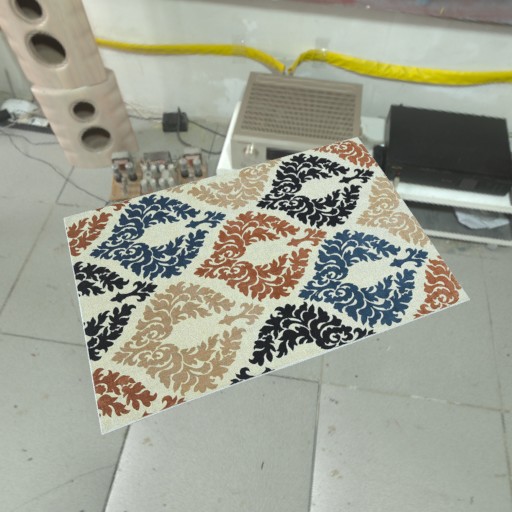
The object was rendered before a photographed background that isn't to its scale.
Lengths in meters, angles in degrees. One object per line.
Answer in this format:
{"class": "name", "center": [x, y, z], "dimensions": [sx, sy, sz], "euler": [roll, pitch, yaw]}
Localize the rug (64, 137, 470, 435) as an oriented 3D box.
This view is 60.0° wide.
{"class": "rug", "center": [0.000, 0.000, 2.894], "dimensions": [2.275, 0.014, 1.514], "euler": [-18, 60, -11]}
